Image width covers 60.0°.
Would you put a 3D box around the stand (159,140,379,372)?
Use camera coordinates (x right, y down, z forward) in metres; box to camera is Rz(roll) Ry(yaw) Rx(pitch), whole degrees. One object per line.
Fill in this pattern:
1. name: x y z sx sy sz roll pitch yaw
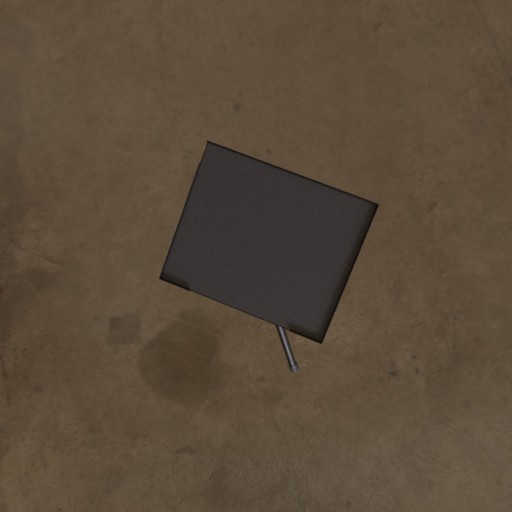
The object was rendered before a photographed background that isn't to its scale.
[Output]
1. stand: 0.000 0.000 1.667 0.702 1.198 0.702 21 79 4
